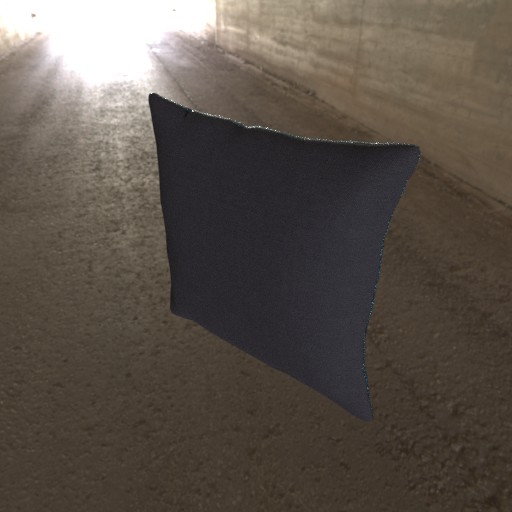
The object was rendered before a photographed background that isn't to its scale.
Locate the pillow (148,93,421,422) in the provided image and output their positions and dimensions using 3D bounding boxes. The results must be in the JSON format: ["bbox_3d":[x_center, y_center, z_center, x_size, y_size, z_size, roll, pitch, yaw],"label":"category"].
[{"bbox_3d":[0.000,0.000,0.673,0.436,0.430,0.138,21,37,32],"label":"pillow"}]
